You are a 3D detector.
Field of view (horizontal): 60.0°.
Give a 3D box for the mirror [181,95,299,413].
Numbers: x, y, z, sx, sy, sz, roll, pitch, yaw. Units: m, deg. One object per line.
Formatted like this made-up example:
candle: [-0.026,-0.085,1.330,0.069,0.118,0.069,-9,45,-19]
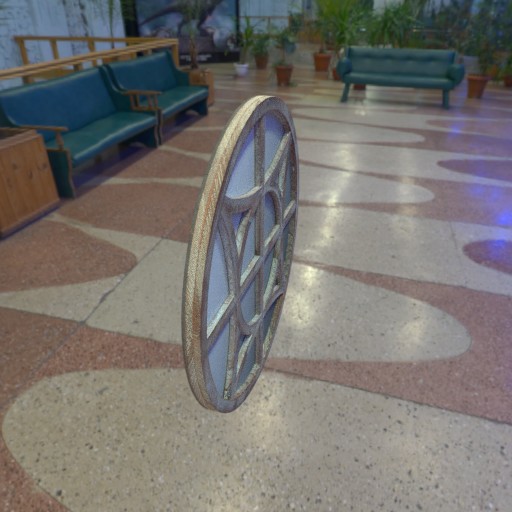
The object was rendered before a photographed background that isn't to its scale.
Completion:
mirror: [0.000,0.000,1.044,0.038,0.710,0.710,9,31,16]
